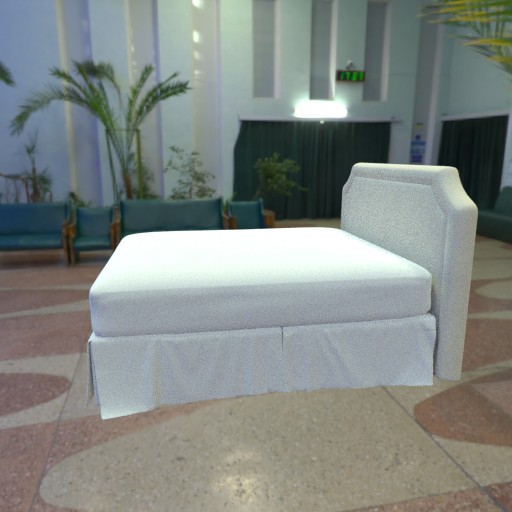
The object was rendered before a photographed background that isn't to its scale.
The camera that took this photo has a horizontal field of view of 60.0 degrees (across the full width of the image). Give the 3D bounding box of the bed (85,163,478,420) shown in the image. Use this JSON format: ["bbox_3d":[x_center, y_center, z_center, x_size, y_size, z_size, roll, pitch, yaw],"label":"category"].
[{"bbox_3d":[0.000,0.000,3.216,2.209,1.296,1.827,-2,13,-10],"label":"bed"}]
